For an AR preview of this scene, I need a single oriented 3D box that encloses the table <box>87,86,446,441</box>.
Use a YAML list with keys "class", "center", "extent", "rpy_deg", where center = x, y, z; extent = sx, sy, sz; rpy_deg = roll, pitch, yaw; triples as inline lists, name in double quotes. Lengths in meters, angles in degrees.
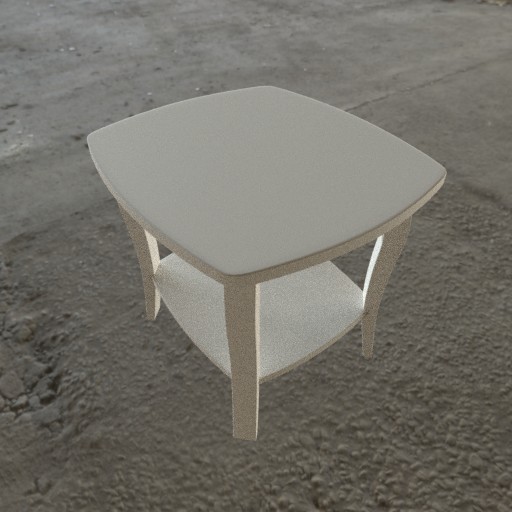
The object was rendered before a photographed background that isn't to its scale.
- class: "table"
  center: [0.000, 0.000, 0.843]
  extent: [0.451, 0.438, 0.502]
  rpy_deg: [-26, 47, -27]
